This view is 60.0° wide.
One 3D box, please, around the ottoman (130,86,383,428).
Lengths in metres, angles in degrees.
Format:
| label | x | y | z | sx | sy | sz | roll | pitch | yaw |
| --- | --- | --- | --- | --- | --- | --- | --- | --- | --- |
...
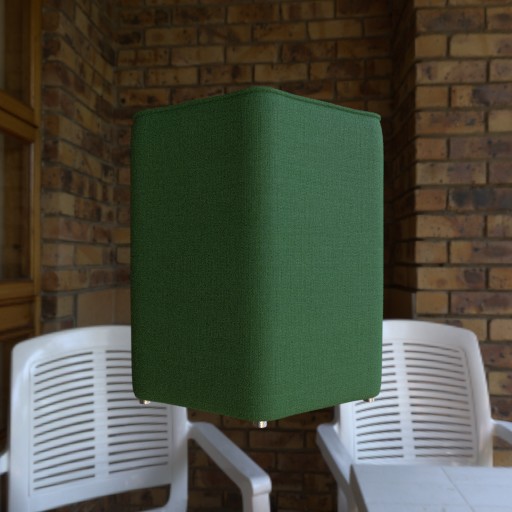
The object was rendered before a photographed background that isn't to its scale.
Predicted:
| label | x | y | z | sx | sy | sz | roll | pitch | yaw |
| --- | --- | --- | --- | --- | --- | --- | --- | --- | --- |
| ottoman | 0.000 | 0.000 | 0.882 | 0.444 | 0.507 | 0.499 | 0 | -1 | -2 |
